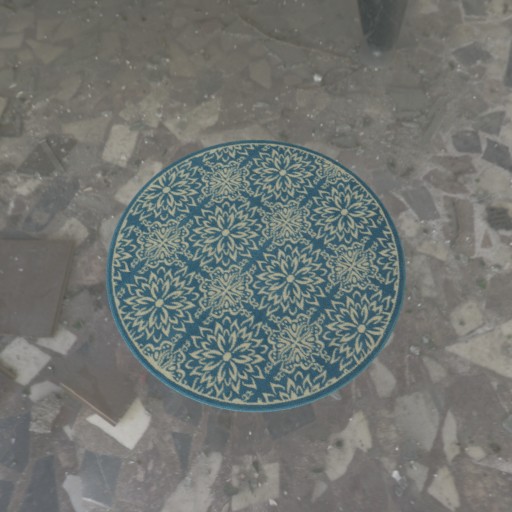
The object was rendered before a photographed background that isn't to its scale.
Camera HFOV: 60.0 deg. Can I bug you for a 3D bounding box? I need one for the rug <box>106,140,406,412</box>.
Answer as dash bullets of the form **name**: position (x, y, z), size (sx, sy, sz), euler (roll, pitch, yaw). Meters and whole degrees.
- **rug**: position (0.000, 0.000, 2.382), size (1.593, 0.012, 1.593), euler (0, 64, 0)
